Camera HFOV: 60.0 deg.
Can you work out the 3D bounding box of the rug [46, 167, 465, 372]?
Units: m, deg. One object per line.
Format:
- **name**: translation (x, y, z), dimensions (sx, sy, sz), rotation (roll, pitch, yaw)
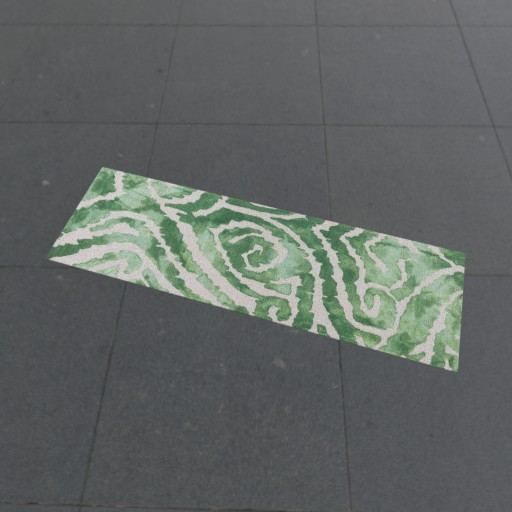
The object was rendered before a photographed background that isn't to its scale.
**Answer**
- **rug**: translation (0.000, 0.000, 2.695), dimensions (2.438, 0.006, 0.761), rotation (14, 60, 8)
